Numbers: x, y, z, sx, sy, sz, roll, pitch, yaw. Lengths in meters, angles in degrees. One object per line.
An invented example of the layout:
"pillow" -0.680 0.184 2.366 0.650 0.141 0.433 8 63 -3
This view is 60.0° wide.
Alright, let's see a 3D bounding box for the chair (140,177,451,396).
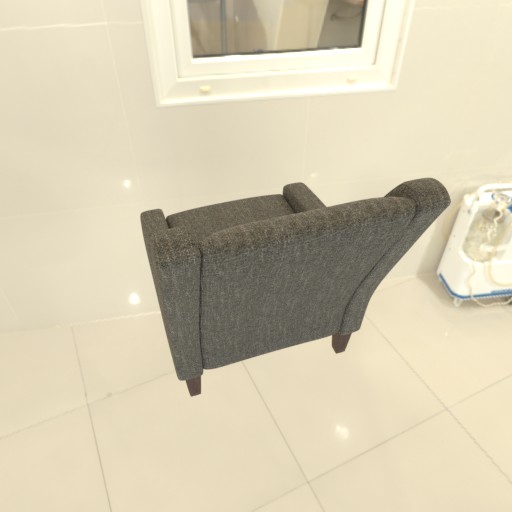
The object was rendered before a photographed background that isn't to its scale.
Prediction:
"chair" 0.000 0.000 1.721 0.793 1.012 0.944 -13 43 -14
